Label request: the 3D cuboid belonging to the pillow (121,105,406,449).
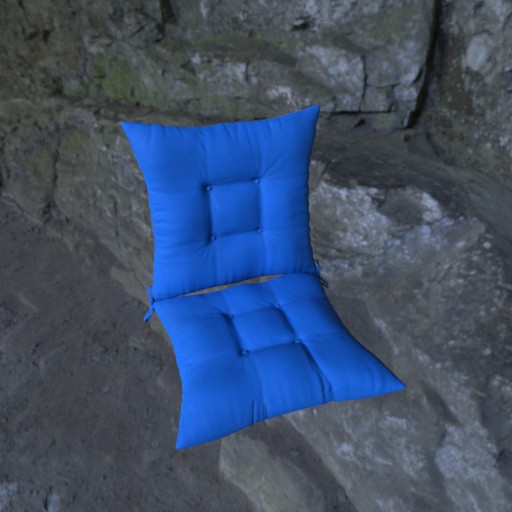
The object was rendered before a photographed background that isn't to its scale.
[{"bbox_3d":[0.000,0.000,1.025,0.541,0.536,0.585,-9,33,-15],"label":"pillow"}]
